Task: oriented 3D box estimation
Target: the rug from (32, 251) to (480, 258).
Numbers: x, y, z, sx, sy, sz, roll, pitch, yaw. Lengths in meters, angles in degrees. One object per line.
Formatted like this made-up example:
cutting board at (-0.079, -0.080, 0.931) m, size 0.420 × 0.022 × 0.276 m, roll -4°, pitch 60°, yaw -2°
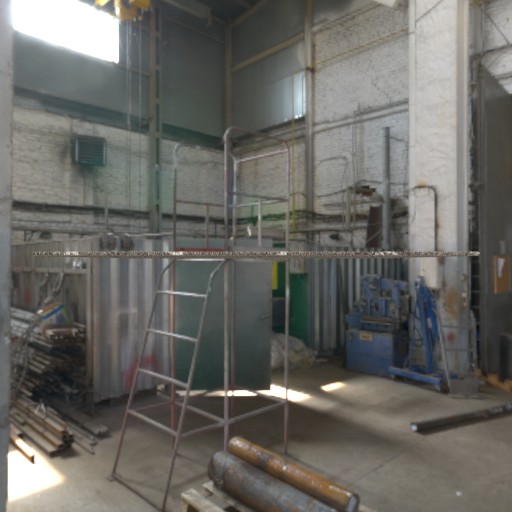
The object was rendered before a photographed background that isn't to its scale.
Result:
rug at (0.000, 0.000, 4.203) m, size 3.047 × 0.029 × 2.438 m, roll 0°, pitch -1°, yaw 0°
